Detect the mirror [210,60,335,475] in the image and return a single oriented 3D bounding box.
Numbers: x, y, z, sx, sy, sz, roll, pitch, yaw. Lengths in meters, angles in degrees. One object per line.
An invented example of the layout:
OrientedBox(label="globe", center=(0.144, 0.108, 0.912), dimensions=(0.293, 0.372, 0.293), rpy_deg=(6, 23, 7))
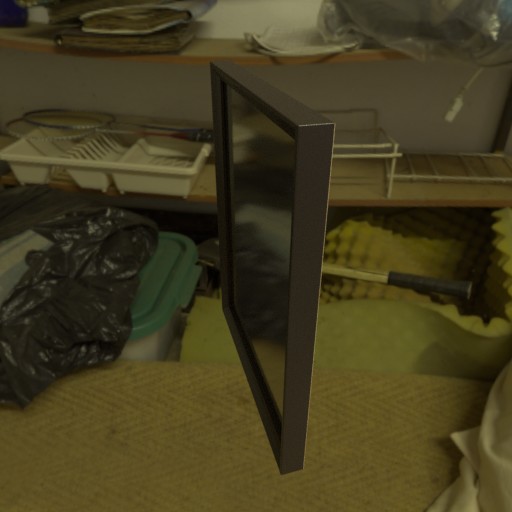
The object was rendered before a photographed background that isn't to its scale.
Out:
OrientedBox(label="mirror", center=(0.000, 0.000, 0.689), dimensions=(0.041, 0.509, 0.406), rpy_deg=(-8, 32, -14))
